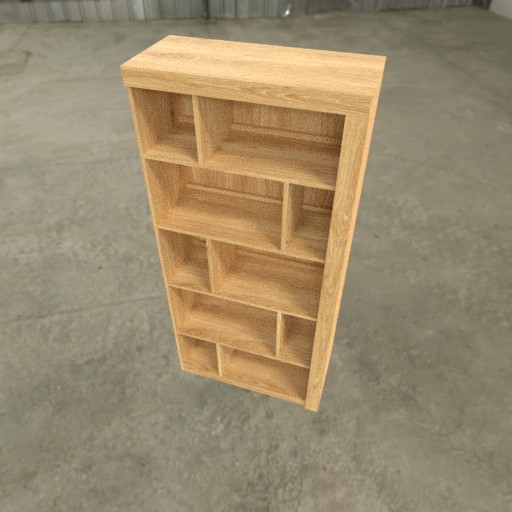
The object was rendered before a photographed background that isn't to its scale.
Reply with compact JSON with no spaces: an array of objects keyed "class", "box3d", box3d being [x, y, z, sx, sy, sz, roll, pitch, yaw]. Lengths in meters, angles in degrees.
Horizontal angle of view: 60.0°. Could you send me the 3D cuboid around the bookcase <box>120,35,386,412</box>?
[{"class":"bookcase","box3d":[0.000,0.000,2.387,0.950,2.020,0.420,12,43,13]}]
